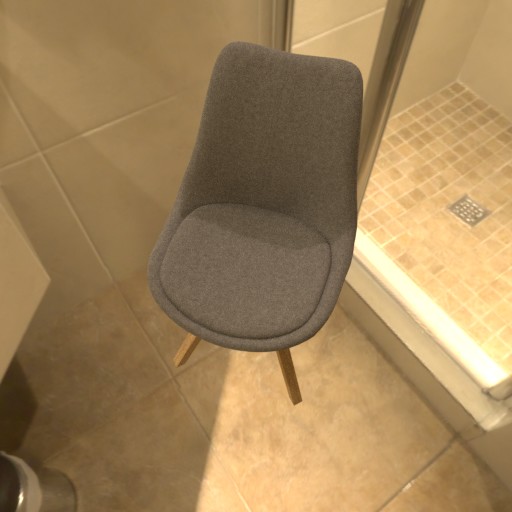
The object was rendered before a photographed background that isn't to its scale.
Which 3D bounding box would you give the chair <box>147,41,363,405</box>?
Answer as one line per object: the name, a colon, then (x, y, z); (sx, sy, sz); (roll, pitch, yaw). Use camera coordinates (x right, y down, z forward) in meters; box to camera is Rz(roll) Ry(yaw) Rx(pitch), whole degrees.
chair: (0.000, 0.000, 1.181); (0.483, 0.865, 0.550); (15, 58, 10)
